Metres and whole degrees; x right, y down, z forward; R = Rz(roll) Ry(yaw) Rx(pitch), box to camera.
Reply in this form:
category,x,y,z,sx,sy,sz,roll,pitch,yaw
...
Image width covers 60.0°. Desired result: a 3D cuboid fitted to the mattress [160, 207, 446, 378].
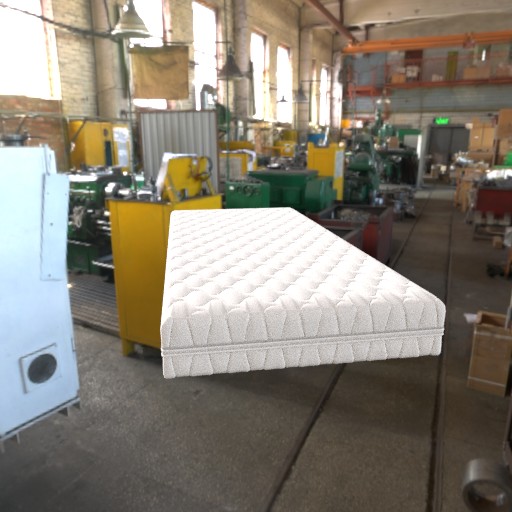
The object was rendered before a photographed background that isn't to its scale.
category,x,y,z,sx,sy,sz,roll,pitch,yaw
mattress,0.000,0.000,2.308,0.900,0.200,2.000,-3,15,-9
